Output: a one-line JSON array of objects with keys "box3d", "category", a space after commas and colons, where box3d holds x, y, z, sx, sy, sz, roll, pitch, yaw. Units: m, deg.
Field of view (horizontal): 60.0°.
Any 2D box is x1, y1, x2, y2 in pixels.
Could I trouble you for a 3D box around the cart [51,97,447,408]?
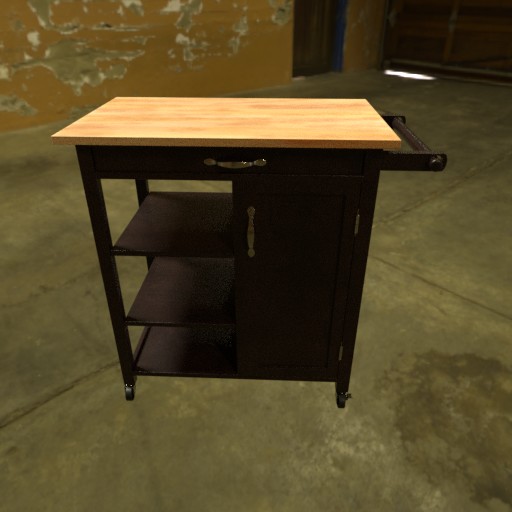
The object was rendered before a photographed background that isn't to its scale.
[{"box3d": [0.000, 0.000, 1.414, 0.914, 0.878, 0.472, 1, 30, 2], "category": "cart"}]
